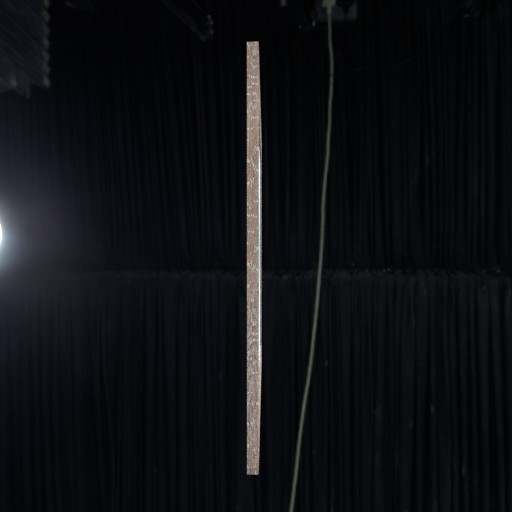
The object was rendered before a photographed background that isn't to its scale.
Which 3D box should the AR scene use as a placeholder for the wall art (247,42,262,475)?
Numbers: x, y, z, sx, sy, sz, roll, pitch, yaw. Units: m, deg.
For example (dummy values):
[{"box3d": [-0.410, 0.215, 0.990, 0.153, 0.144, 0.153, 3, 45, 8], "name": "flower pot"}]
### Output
[{"box3d": [0.000, 0.000, 0.585, 0.012, 0.384, 0.384, 0, 1, 1], "name": "wall art"}]
